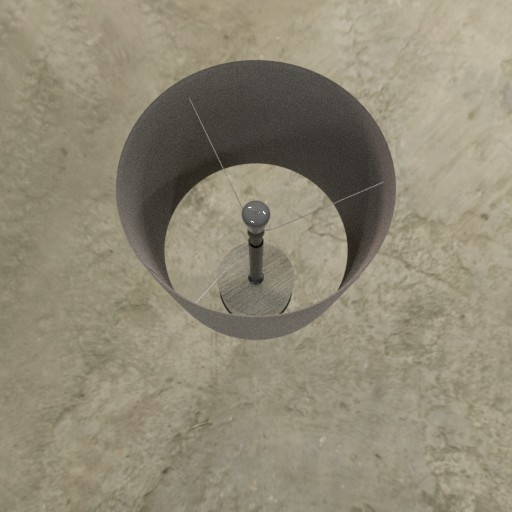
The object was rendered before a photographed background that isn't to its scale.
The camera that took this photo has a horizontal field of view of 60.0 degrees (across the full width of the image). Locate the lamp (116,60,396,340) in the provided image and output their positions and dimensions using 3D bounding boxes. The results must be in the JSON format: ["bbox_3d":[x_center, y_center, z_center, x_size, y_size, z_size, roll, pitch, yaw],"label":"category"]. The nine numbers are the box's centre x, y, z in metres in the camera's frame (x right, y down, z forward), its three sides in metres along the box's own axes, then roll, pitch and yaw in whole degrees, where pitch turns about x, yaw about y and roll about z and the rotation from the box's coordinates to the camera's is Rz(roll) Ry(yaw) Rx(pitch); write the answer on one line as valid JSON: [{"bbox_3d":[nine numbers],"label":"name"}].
[{"bbox_3d":[0.000,0.000,0.586,0.229,0.470,0.229,-33,77,-9],"label":"lamp"}]
